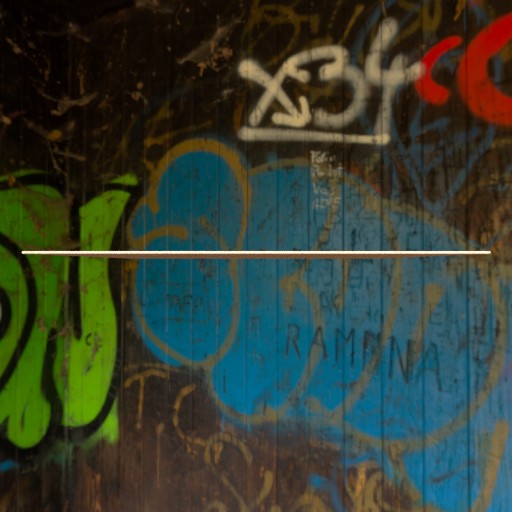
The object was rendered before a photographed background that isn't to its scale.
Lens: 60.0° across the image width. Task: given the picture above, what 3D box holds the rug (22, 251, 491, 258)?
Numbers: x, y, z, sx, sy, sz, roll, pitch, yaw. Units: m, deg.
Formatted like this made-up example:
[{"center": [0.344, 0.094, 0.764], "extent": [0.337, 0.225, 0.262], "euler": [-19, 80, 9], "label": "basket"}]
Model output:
[{"center": [0.000, 0.000, 4.094], "extent": [3.050, 0.015, 2.441], "euler": [0, -1, 0], "label": "rug"}]
